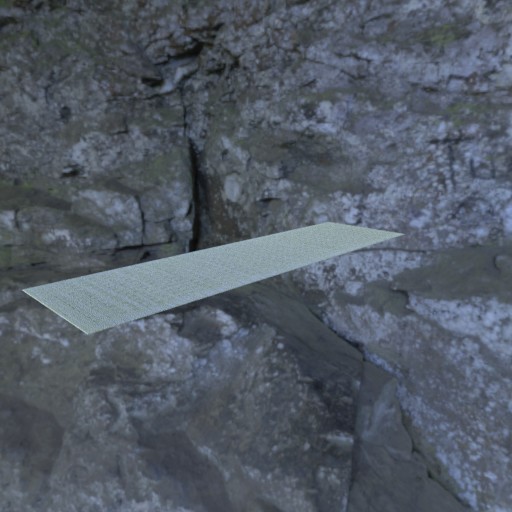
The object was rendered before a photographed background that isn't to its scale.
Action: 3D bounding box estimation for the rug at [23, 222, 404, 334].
[{"bbox_3d":[0.000,0.000,2.695,0.686,0.006,2.437,15,21,43],"label":"rug"}]
